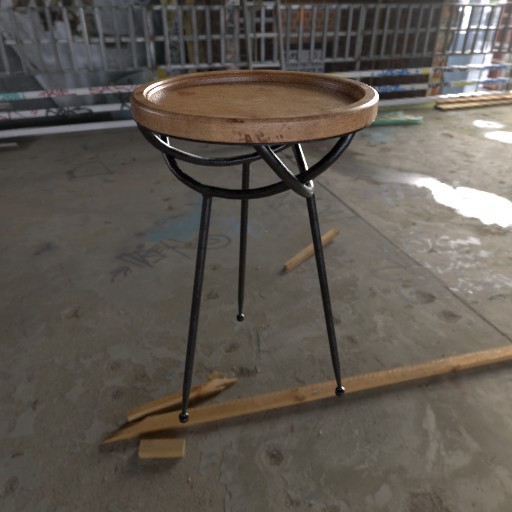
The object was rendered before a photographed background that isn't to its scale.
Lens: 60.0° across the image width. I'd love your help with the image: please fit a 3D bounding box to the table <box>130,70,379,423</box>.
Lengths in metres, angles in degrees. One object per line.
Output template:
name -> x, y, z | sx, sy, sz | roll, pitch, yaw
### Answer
table -> 0.000, 0.000, 0.922 | 0.414, 0.664, 0.418 | 1, 31, 1
